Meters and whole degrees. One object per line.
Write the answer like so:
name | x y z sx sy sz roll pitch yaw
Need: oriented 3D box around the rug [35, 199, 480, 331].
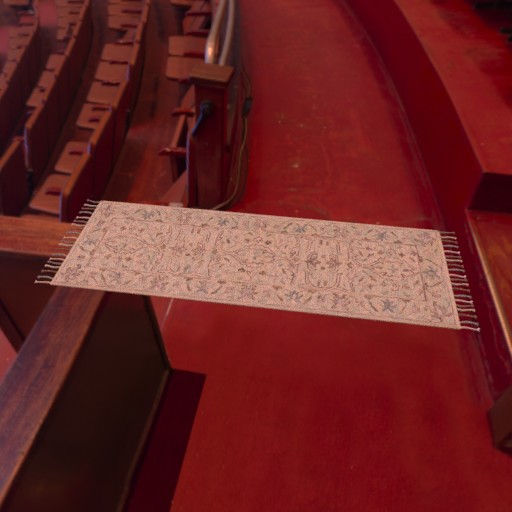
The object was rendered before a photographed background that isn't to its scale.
rug | 0.000 0.000 2.663 2.440 0.013 0.769 6 46 5
